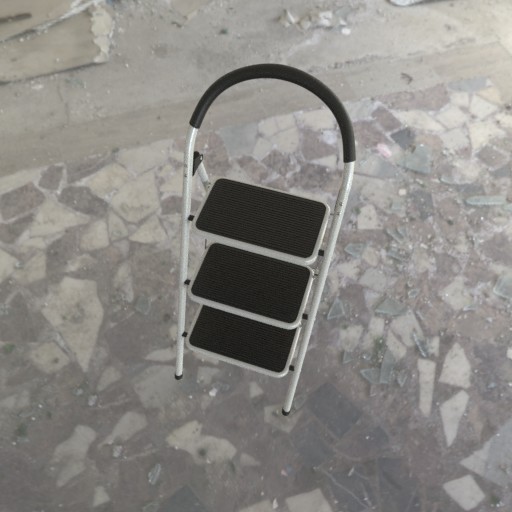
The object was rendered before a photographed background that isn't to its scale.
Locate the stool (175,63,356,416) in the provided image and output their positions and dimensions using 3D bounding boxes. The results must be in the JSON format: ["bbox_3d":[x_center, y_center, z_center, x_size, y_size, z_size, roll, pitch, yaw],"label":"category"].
[{"bbox_3d":[0.000,0.000,1.465,0.485,1.109,0.676,15,59,9],"label":"stool"}]
